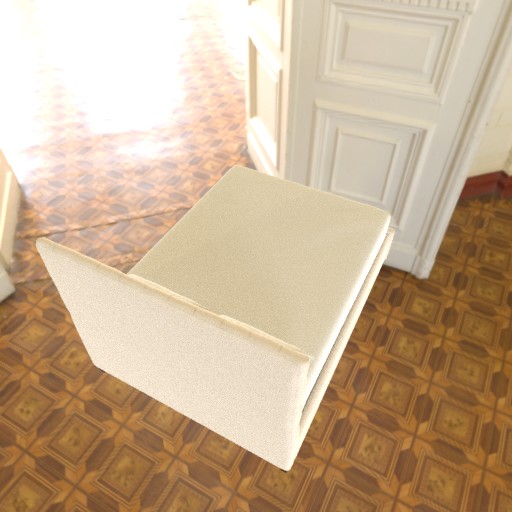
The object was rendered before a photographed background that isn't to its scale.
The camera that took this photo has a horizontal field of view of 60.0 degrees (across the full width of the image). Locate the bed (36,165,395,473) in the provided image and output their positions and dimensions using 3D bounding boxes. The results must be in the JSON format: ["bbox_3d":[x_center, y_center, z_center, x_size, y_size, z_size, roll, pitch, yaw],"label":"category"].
[{"bbox_3d":[0.000,0.000,3.404,1.696,1.426,2.233,21,50,19],"label":"bed"}]
